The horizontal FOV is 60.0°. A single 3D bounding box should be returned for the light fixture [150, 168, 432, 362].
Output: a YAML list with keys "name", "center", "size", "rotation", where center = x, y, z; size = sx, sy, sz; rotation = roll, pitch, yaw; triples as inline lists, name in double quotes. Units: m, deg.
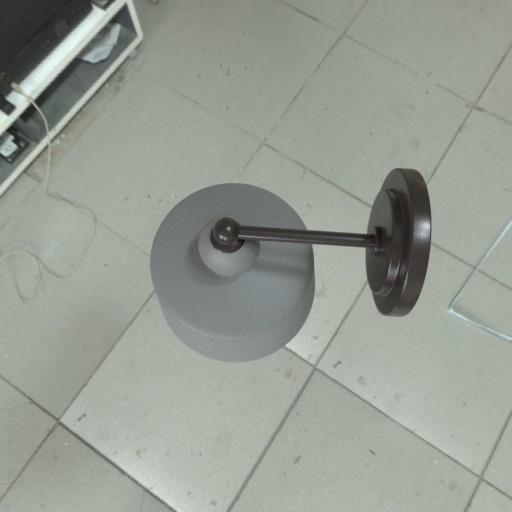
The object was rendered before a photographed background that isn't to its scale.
- name: "light fixture"
  center: [0.000, 0.000, 0.450]
  size: [0.254, 0.268, 0.204]
  rotation: [4, 74, 1]
